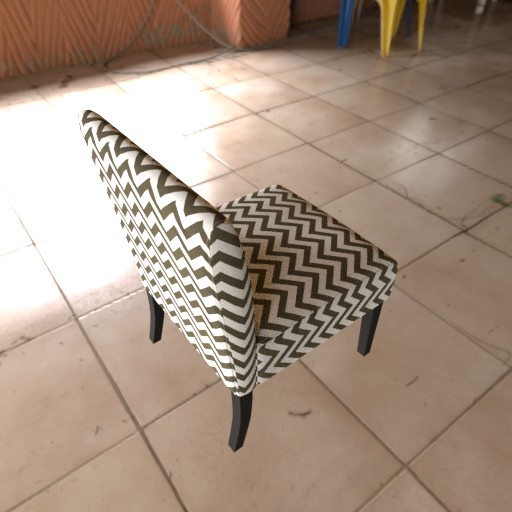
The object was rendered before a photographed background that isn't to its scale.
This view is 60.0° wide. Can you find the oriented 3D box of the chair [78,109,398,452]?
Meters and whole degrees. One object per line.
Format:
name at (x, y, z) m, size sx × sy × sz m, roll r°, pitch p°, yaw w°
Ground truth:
chair at (0.000, 0.000, 1.287) m, size 0.648 × 0.838 × 0.589 m, roll -27°, pitch 47°, yaw -28°
